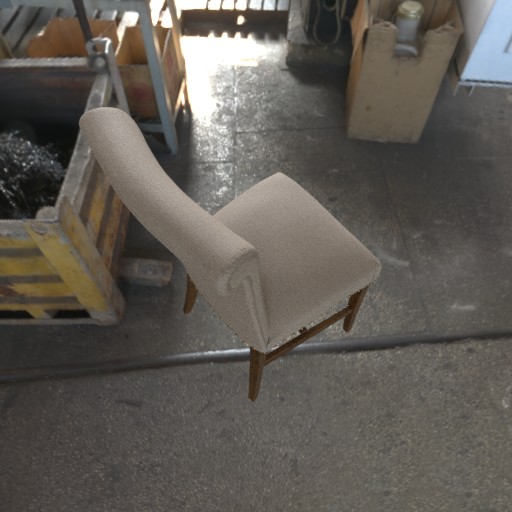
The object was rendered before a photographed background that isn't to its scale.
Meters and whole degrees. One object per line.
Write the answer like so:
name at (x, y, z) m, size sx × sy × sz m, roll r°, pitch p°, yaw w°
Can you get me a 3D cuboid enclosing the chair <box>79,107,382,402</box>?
chair at (0.000, 0.000, 1.305) m, size 0.608 × 0.988 × 0.513 m, roll -33°, pitch 63°, yaw -20°
